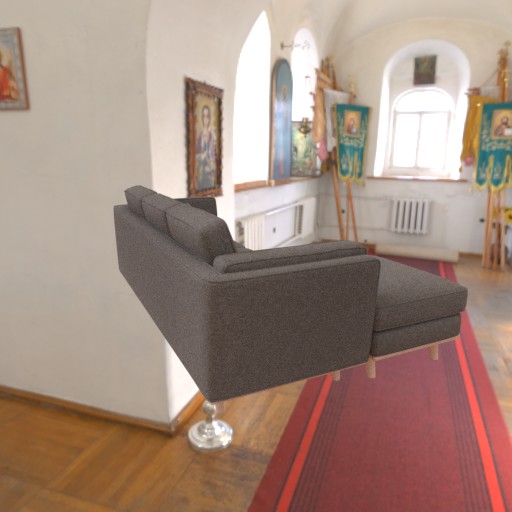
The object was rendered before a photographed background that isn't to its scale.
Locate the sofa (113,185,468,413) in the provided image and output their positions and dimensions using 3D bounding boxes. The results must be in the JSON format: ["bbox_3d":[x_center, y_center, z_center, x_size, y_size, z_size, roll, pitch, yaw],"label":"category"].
[{"bbox_3d":[0.000,0.000,3.188,1.604,0.929,2.411,-7,16,-25],"label":"sofa"}]
